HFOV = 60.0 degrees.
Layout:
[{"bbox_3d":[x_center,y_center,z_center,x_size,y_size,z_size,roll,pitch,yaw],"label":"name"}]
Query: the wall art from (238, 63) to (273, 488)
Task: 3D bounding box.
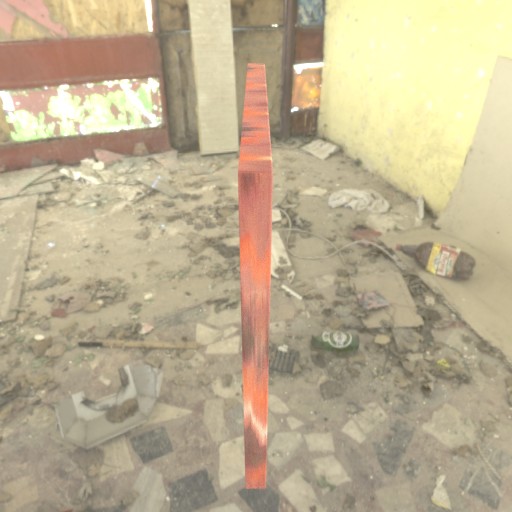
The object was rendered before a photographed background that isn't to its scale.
[{"bbox_3d":[0.000,0.000,0.882,0.037,0.609,0.603,0,34,0],"label":"wall art"}]
